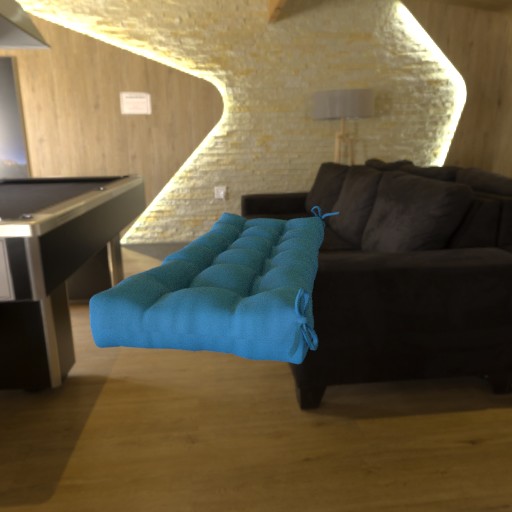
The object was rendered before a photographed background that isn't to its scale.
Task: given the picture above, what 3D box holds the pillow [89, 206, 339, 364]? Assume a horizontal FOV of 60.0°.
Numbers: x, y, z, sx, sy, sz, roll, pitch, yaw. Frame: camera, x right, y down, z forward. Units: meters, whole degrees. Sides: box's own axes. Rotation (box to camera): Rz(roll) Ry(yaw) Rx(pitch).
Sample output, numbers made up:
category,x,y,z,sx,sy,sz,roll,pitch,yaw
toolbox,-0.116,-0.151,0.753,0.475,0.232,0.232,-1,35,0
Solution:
category,x,y,z,sx,sy,sz,roll,pitch,yaw
pillow,0.000,0.000,1.366,0.511,0.174,1.194,2,15,9
